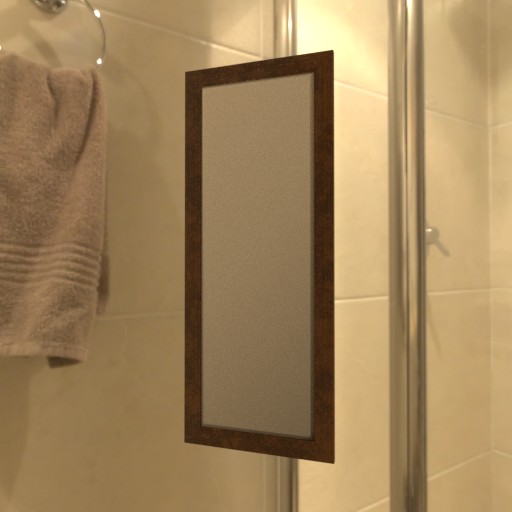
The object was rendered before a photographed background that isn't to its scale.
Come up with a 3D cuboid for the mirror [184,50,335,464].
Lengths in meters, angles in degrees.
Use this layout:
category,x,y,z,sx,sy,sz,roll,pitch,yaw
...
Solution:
category,x,y,z,sx,sy,sz,roll,pitch,yaw
mirror,0.000,0.000,2.316,0.812,2.031,0.032,0,-1,18
